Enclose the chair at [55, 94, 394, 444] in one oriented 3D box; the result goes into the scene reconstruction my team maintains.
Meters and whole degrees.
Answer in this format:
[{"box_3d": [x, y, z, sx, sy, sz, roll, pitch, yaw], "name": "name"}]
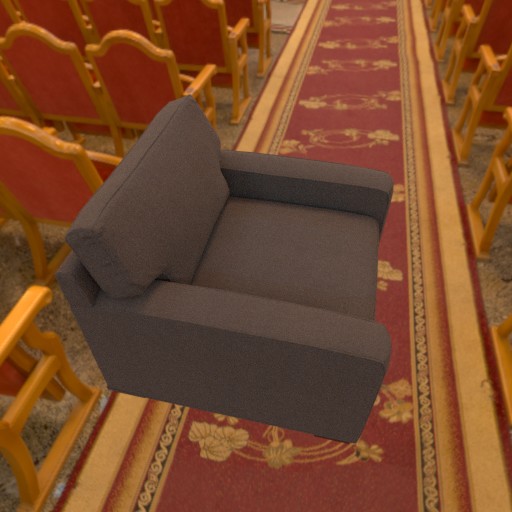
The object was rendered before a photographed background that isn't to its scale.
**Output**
[{"box_3d": [0.000, 0.000, 1.800, 1.043, 0.913, 0.997, 9, 46, 9], "name": "chair"}]
